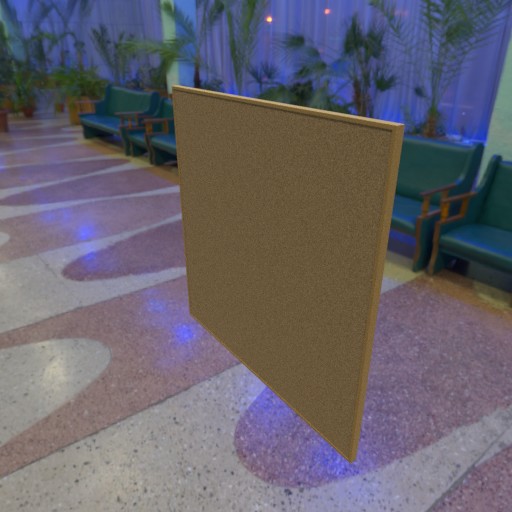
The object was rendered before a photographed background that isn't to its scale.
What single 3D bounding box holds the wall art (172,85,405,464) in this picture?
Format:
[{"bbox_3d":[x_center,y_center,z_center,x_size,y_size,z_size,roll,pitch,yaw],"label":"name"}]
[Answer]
[{"bbox_3d":[0.000,0.000,0.679,0.013,0.455,0.457,-18,32,-32],"label":"wall art"}]
